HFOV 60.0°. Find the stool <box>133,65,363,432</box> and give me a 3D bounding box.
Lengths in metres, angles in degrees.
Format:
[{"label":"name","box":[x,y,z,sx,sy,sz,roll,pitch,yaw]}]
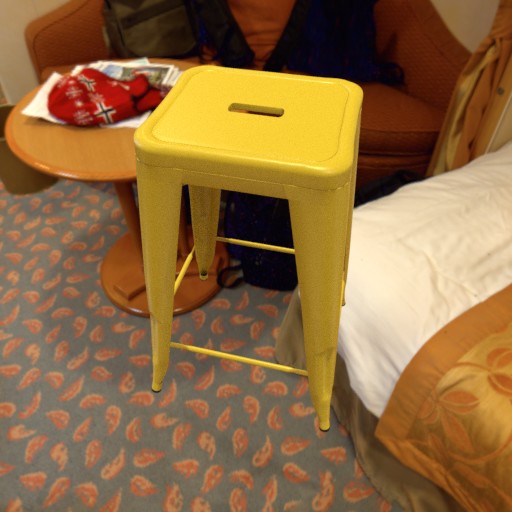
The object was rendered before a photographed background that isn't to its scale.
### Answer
[{"label":"stool","box":[0.000,0.000,0.851,0.399,0.609,0.359,10,47,9]}]
